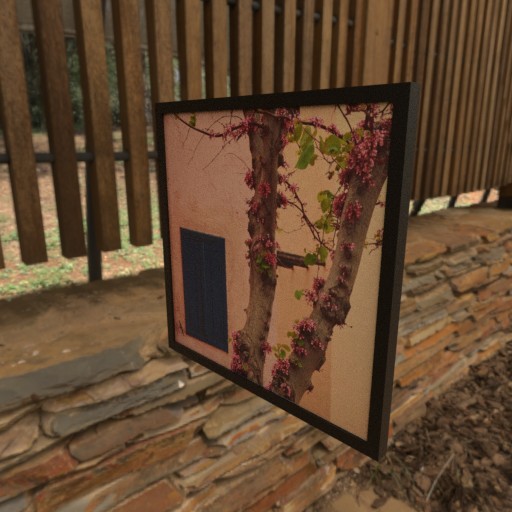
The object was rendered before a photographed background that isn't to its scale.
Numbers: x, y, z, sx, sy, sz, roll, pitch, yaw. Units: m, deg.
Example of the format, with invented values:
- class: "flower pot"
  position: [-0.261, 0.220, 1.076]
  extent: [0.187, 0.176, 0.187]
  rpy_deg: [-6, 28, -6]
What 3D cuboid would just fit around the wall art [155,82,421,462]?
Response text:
- class: "wall art"
  position: [0.000, 0.000, 1.115]
  extent: [0.762, 0.762, 0.038]
  rpy_deg: [14, 21, 42]
